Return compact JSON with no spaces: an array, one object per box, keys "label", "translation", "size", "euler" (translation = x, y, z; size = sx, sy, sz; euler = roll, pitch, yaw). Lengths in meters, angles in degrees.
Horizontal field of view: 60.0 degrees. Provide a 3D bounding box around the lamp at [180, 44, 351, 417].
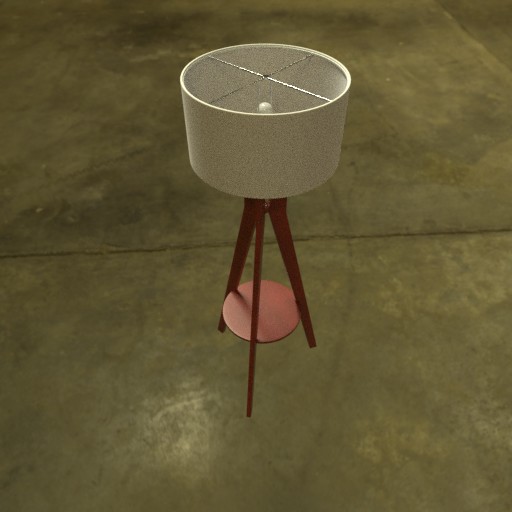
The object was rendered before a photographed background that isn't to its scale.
[{"label":"lamp","translation":[0.000,0.000,1.771],"size":[0.542,1.472,0.539],"euler":[32,53,28]}]
